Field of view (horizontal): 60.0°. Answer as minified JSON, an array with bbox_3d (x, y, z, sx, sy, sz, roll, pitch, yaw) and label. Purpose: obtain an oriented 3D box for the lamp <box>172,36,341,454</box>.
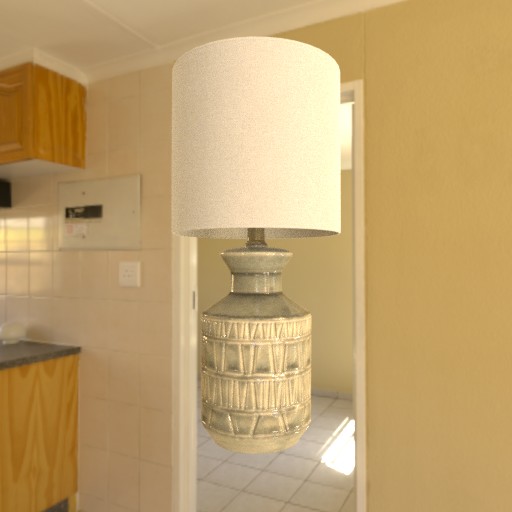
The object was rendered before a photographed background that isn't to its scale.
[{"bbox_3d":[0.000,0.000,0.563,0.211,0.455,0.211,0,-1,17],"label":"lamp"}]
